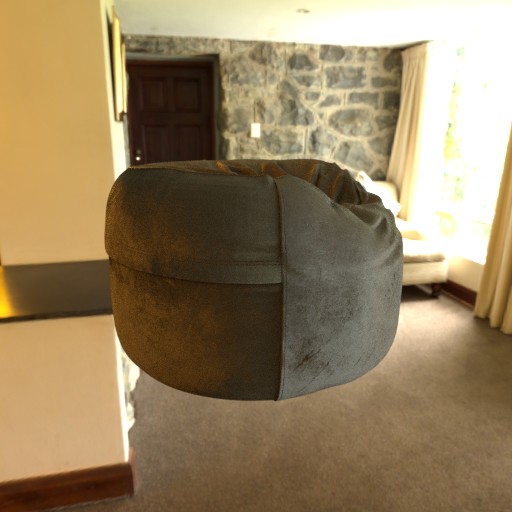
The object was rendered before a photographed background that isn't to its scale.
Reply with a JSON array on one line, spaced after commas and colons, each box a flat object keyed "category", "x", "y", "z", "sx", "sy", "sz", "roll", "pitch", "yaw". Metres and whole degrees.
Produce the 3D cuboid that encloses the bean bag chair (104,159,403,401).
[{"category": "bean bag chair", "x": 0.000, "y": 0.000, "z": 1.442, "sx": 0.918, "sy": 0.605, "sz": 0.918, "roll": 0, "pitch": 15, "yaw": 0}]
